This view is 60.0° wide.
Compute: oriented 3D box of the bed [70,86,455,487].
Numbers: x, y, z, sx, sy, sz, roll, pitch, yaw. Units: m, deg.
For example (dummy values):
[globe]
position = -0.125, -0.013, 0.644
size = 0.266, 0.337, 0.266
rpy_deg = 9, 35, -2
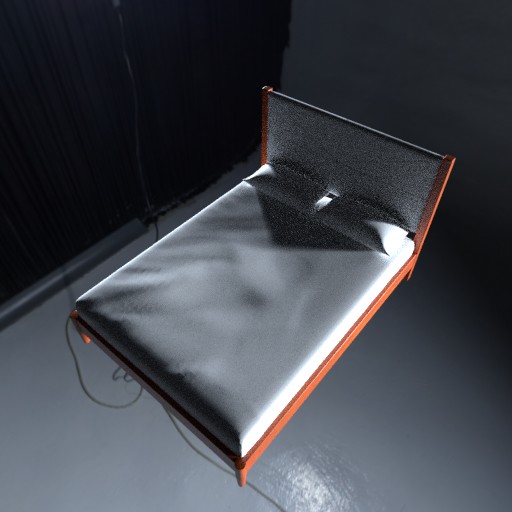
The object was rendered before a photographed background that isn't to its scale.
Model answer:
[bed]
position = 0.000, 0.000, 3.034
size = 1.566, 1.165, 2.117
rpy_deg = 31, 54, 26
